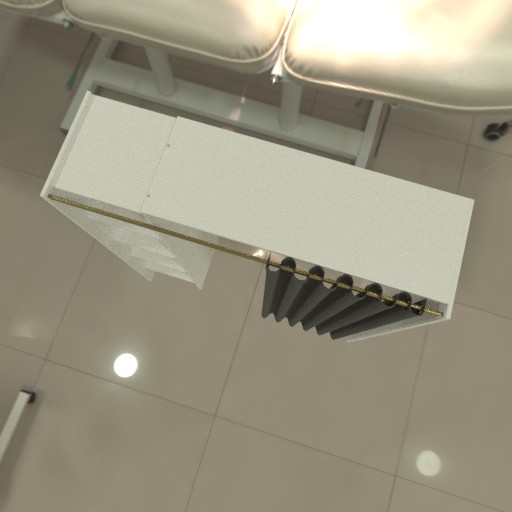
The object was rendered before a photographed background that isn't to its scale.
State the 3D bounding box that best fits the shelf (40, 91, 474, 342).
[{"bbox_3d":[0.000,0.000,2.575,1.600,1.810,0.500,17,77,4],"label":"shelf"}]
